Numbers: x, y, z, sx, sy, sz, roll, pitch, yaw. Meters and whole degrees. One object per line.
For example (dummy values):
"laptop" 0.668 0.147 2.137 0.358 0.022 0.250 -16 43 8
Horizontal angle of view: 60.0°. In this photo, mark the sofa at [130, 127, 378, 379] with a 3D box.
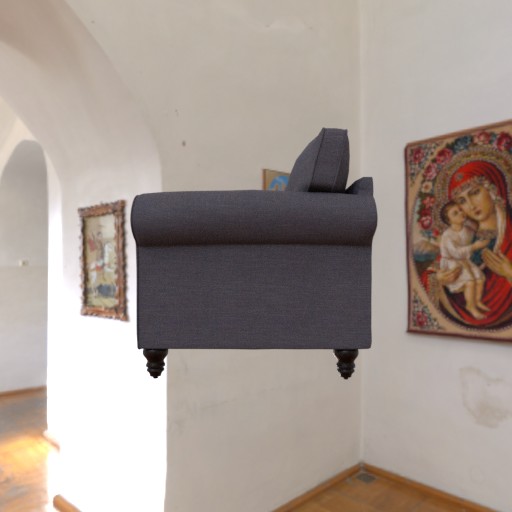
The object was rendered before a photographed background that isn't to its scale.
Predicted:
"sofa" 0.000 0.000 2.618 0.909 0.966 2.084 0 0 1
